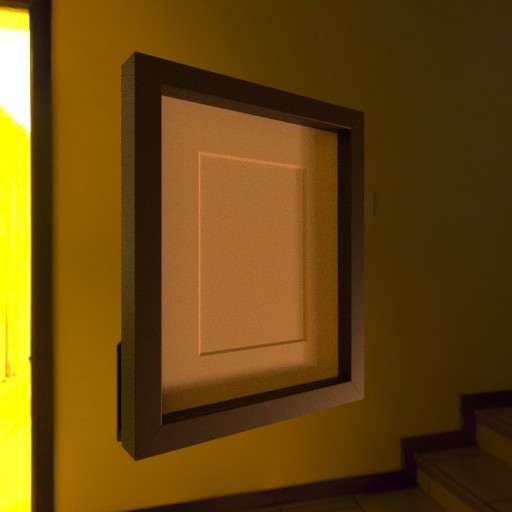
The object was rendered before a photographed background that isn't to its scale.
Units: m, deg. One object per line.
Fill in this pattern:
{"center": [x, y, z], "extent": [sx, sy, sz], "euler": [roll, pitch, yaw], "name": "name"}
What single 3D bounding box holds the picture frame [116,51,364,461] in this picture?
{"center": [0.000, 0.000, 0.390], "extent": [0.232, 0.284, 0.042], "euler": [0, 0, -35], "name": "picture frame"}
